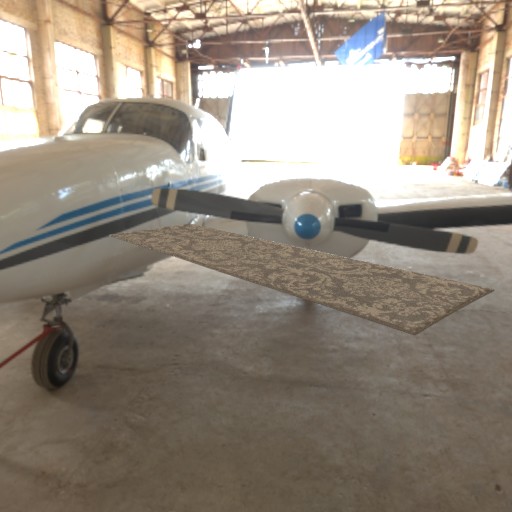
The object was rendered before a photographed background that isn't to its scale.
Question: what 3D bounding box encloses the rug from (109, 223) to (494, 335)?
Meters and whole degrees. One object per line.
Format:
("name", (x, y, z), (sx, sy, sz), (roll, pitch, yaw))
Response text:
("rug", (0.000, 0.000, 2.397), (0.662, 0.011, 2.196), (-12, 19, -41))
